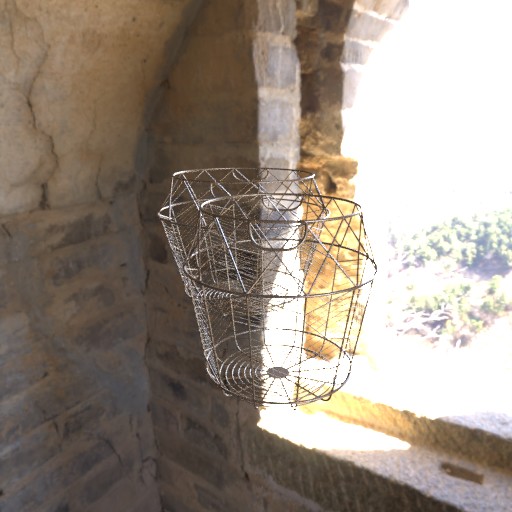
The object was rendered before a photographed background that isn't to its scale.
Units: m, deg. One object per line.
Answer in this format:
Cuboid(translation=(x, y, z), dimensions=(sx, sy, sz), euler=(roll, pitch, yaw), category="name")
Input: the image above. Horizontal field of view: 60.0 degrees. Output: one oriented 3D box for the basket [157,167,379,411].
Cuboid(translation=(0.000, 0.000, 1.026), dimensions=(0.451, 0.343, 0.805), euler=(-3, 16, -10), category="basket")
